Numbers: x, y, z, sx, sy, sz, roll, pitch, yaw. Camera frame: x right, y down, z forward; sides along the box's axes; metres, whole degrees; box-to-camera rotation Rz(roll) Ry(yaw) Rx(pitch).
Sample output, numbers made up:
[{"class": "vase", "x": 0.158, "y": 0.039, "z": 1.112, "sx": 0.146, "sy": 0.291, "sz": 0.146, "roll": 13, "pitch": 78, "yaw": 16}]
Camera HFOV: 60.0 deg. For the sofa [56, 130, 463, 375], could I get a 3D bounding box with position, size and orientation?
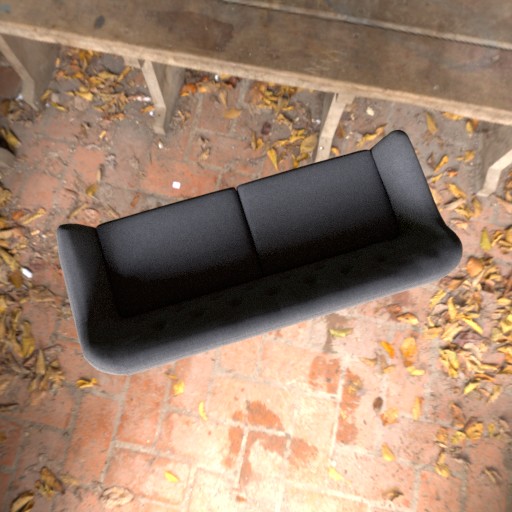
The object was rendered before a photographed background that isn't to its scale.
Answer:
[{"class": "sofa", "x": 0.000, "y": 0.000, "z": 2.285, "sx": 1.840, "sy": 0.820, "sz": 0.820, "roll": -16, "pitch": 77, "yaw": -4}]
